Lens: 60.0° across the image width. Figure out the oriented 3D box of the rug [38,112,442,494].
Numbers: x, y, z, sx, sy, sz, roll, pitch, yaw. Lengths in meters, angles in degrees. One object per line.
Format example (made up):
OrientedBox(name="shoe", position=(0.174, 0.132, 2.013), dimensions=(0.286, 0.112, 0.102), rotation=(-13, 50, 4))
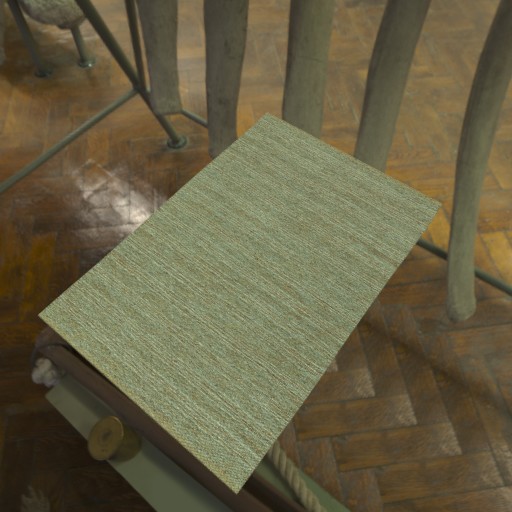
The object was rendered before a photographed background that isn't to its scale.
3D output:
OrientedBox(name="rug", position=(0.000, 0.000, 2.307), dimensions=(1.240, 0.010, 1.824), rotation=(34, 64, 19))
